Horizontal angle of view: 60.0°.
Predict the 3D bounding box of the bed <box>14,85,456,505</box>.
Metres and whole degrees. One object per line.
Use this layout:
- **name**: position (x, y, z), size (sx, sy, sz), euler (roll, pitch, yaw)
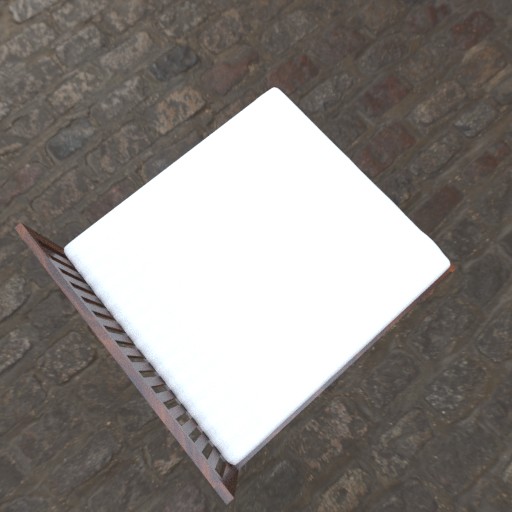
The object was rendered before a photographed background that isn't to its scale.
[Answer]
- **bed**: position (0.000, 0.000, 2.965), size (2.030, 0.890, 1.905), euler (-40, 79, -9)
